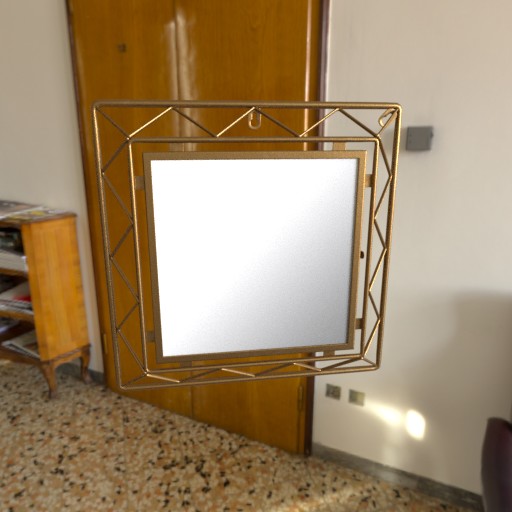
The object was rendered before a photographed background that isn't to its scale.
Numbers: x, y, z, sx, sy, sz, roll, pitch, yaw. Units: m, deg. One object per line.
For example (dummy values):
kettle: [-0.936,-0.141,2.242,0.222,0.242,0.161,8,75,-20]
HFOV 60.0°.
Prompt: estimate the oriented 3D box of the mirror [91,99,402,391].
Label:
mirror: [0.000,0.000,0.622,0.416,0.414,0.046,-2,16,-8]
